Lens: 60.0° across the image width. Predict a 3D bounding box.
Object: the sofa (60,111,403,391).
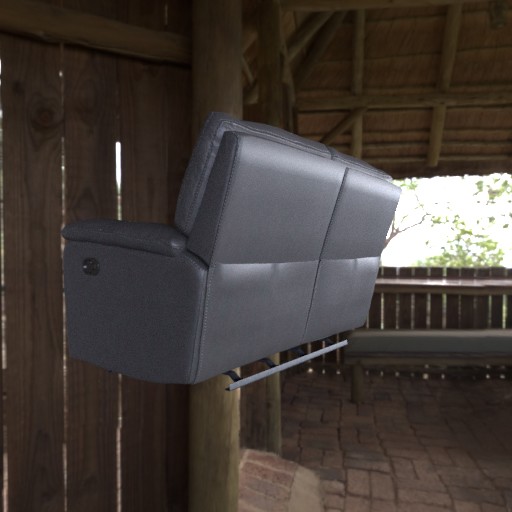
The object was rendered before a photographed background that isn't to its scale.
[{"bbox_3d":[0.000,0.000,2.432,1.104,1.111,1.765,1,1,37],"label":"sofa"}]
